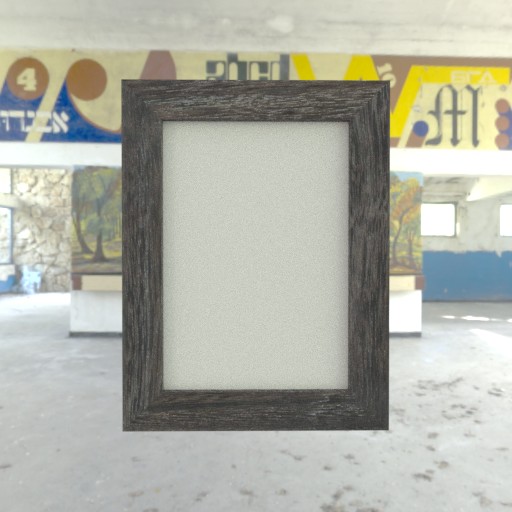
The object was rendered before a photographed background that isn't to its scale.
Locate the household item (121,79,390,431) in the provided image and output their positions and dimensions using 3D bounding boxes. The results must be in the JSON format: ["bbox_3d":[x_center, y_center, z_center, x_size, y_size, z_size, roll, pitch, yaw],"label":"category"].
[{"bbox_3d":[0.000,0.000,0.275,0.160,0.210,0.020,0,1,-1],"label":"household item"}]
